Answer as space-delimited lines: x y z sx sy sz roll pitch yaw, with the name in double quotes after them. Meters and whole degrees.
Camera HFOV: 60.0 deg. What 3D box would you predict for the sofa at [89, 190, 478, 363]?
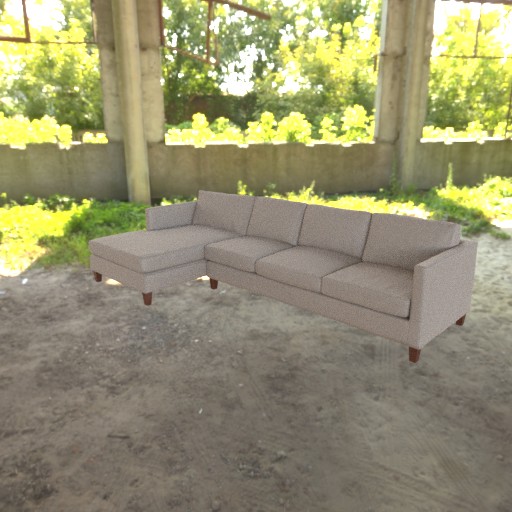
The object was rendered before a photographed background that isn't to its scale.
0.000 0.000 3.945 3.186 0.846 1.625 15 21 42 "sofa"
